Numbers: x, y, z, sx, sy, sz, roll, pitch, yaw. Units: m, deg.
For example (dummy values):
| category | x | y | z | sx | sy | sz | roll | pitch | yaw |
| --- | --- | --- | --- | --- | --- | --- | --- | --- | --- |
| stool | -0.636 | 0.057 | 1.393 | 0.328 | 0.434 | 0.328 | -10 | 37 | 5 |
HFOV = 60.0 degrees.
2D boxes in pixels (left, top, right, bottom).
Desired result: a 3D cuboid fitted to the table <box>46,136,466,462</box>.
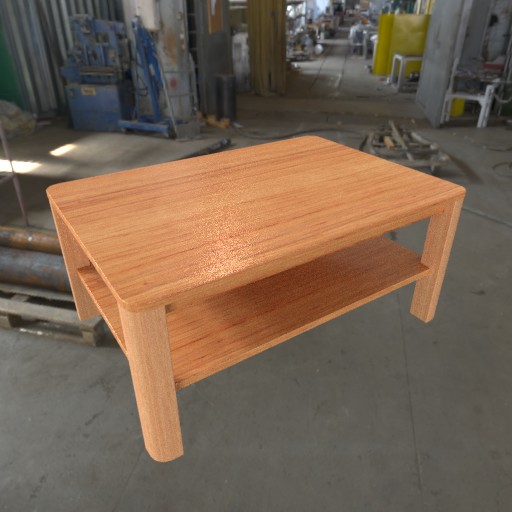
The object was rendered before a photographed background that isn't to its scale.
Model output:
| category | x | y | z | sx | sy | sz | roll | pitch | yaw |
| --- | --- | --- | --- | --- | --- | --- | --- | --- | --- |
| table | 0.000 | 0.000 | 1.366 | 0.997 | 0.445 | 0.696 | -19 | 35 | -29 |
